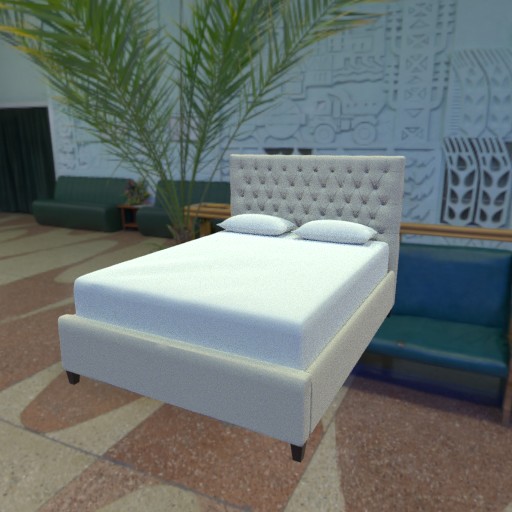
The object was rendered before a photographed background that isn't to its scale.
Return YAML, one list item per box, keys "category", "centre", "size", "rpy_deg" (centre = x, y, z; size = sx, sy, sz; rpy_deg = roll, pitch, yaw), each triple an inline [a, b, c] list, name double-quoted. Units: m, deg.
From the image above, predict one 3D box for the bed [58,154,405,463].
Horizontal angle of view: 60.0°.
- category: "bed"
  centre: [0.000, 0.000, 3.297]
  size: [1.696, 1.426, 2.233]
  rpy_deg: [7, 16, 27]
